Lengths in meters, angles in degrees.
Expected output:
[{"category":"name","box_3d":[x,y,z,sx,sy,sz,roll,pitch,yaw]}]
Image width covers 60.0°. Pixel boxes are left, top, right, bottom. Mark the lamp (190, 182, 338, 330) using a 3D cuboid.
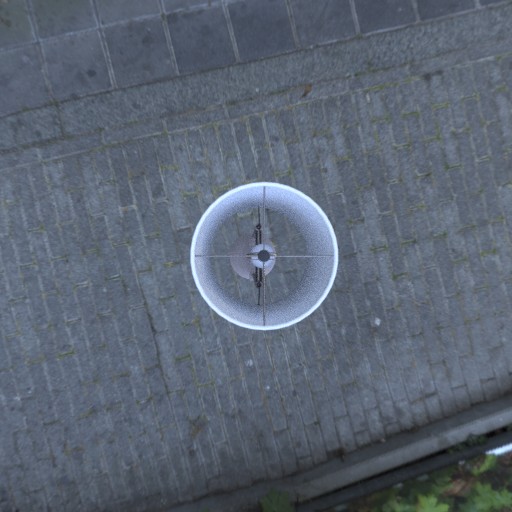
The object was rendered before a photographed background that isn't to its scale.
[{"category":"lamp","box_3d":[0.000,0.000,1.661,0.305,1.500,0.306,0,90,-1]}]
